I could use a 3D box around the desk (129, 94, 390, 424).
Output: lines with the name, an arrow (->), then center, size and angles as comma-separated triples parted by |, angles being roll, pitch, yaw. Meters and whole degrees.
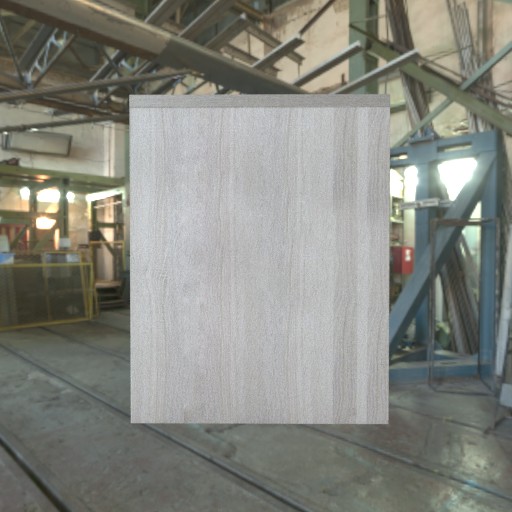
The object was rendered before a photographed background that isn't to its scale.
desk -> 0.000, 0.000, 1.533 | 0.600, 0.731, 1.100 | 0, 1, 0
